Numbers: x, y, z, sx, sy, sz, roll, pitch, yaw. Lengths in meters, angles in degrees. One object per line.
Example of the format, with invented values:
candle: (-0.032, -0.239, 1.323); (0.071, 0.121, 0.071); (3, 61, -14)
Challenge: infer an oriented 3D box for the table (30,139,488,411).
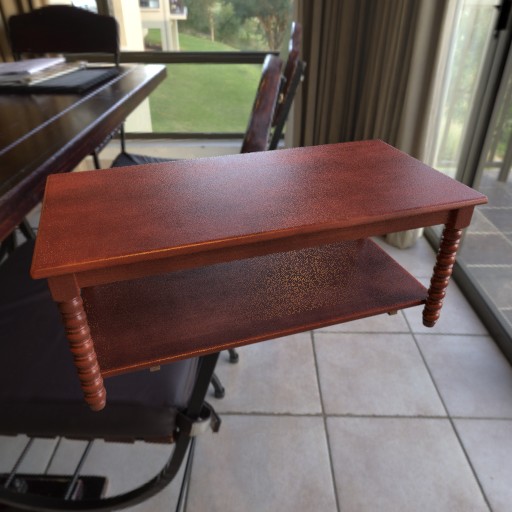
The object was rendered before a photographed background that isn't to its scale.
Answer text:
table: (0.000, 0.000, 1.420); (1.171, 0.485, 0.580); (-10, 33, -16)
